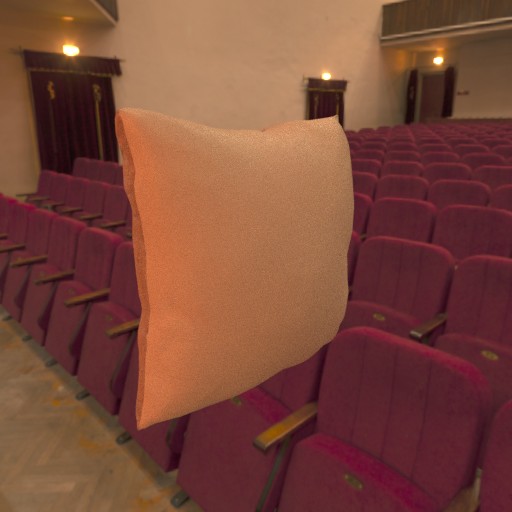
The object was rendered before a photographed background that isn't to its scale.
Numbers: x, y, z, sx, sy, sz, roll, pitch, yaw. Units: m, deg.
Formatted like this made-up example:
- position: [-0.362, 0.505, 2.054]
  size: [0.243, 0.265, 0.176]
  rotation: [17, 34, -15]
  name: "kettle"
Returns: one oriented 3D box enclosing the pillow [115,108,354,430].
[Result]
- position: [0.000, 0.000, 0.720]
  size: [0.450, 0.448, 0.245]
  rotation: [-15, 22, -41]
  name: "pillow"
